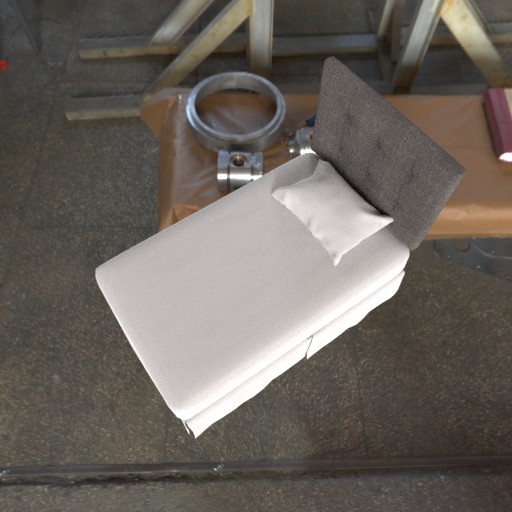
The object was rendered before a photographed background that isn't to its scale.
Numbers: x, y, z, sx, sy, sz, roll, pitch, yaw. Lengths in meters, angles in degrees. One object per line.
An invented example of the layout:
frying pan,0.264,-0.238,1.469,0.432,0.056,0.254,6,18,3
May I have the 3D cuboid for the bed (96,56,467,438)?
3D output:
bed,0.000,0.000,2.995,1.997,1.571,1.261,-31,66,-16
